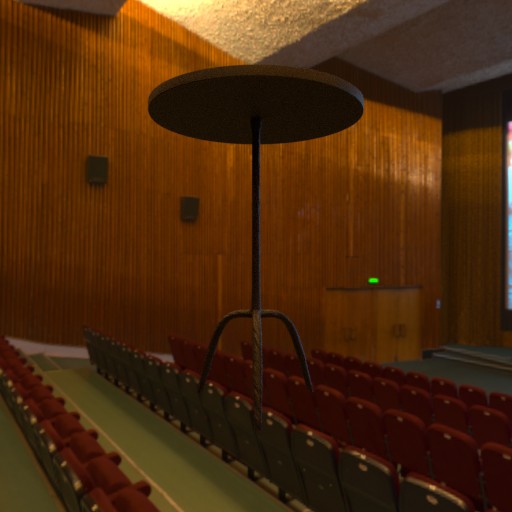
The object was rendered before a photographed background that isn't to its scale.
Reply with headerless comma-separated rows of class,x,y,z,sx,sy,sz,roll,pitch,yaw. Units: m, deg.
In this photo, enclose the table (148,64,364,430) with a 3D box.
table,0.000,0.000,1.060,0.502,0.700,0.502,0,0,-37
